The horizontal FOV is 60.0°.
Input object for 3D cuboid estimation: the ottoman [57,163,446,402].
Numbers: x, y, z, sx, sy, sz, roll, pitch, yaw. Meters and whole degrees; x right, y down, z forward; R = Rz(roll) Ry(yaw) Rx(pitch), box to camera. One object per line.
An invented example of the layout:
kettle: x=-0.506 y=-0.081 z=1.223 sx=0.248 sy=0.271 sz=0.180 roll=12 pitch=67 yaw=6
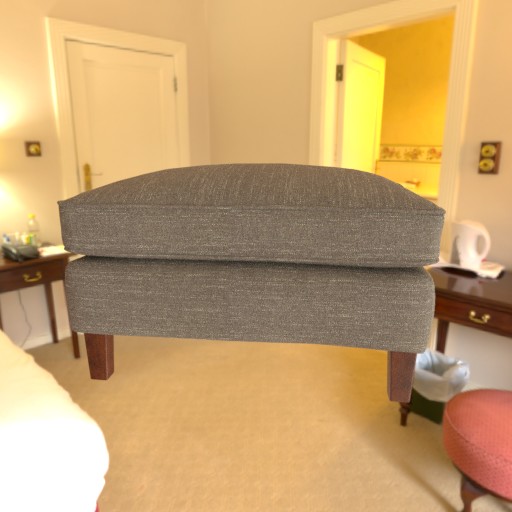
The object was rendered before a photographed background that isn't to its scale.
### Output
ottoman: x=0.000 y=0.000 z=0.994 sx=0.686 sy=0.406 sz=0.508 roll=2 pitch=15 yaw=8
